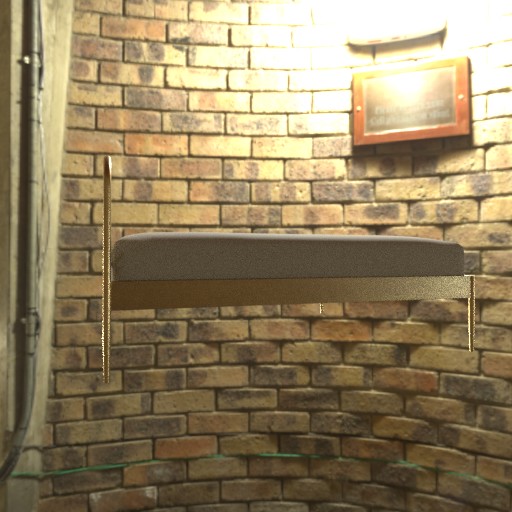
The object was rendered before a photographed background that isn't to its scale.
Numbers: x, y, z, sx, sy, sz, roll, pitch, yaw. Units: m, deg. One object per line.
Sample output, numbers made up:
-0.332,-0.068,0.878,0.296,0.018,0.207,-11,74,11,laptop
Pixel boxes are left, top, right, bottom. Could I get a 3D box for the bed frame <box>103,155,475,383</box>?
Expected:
0.000,0.000,3.312,2.152,1.174,2.016,0,0,-19,bed frame
